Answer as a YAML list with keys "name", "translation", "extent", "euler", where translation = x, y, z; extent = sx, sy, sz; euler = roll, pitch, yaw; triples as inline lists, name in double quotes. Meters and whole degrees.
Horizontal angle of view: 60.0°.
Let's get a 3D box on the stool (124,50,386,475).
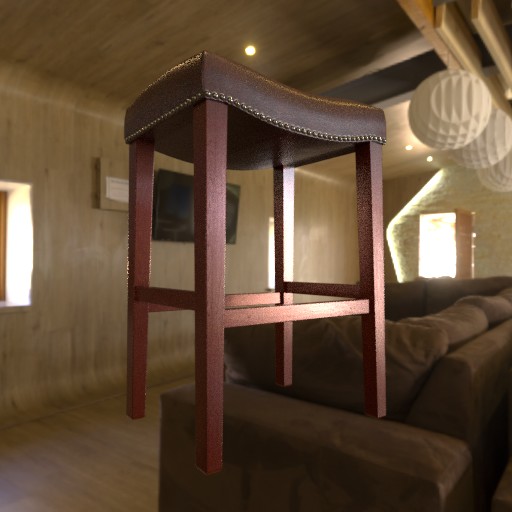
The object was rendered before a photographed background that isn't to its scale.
- name: "stool"
  translation: [0.000, 0.000, 1.031]
  extent: [0.504, 0.742, 0.372]
  euler: [1, -1, -37]
